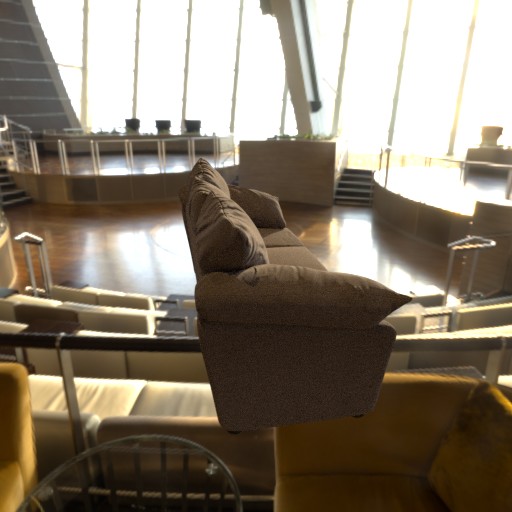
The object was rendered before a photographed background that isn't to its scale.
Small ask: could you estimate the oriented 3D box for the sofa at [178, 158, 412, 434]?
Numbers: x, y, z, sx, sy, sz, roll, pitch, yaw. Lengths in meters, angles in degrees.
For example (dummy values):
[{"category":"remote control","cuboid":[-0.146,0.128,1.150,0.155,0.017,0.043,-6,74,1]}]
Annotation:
[{"category":"sofa","cuboid":[0.000,0.000,2.895,0.927,1.043,2.390,-4,20,-10]}]
